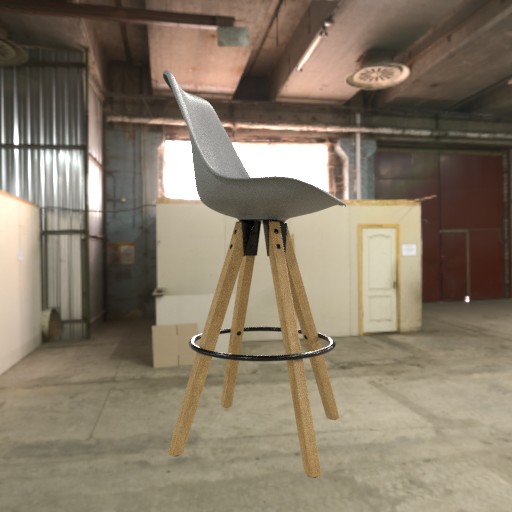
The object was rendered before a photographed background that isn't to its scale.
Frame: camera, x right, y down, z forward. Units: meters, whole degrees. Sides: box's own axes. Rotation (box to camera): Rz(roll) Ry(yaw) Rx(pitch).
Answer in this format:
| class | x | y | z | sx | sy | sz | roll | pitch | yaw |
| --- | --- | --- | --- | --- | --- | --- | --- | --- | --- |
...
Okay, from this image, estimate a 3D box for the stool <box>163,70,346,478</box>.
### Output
| class | x | y | z | sx | sy | sz | roll | pitch | yaw |
| --- | --- | --- | --- | --- | --- | --- | --- | --- | --- |
| stool | 0.000 | 0.000 | 1.385 | 0.550 | 1.115 | 0.485 | 0 | 1 | 17 |
